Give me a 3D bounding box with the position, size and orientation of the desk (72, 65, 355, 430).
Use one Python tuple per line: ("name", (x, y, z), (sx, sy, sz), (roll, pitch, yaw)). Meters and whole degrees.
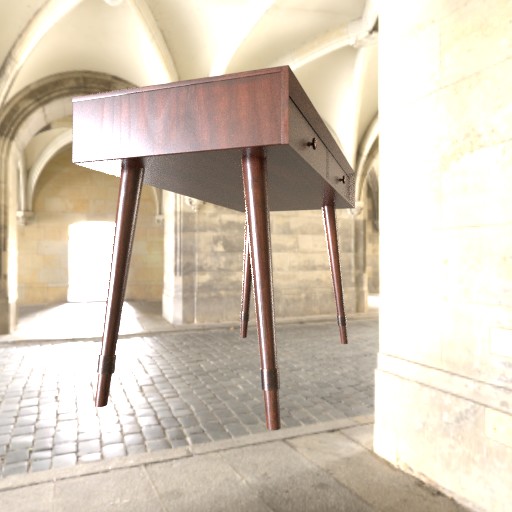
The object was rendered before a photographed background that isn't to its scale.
("desk", (0.000, 0.000, 2.074), (0.734, 1.031, 1.577), (0, -1, 19))
